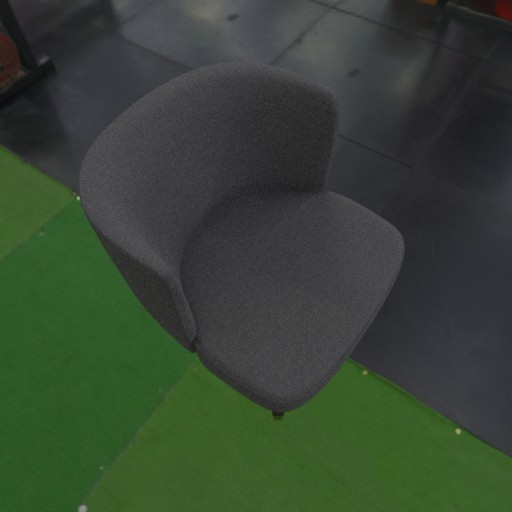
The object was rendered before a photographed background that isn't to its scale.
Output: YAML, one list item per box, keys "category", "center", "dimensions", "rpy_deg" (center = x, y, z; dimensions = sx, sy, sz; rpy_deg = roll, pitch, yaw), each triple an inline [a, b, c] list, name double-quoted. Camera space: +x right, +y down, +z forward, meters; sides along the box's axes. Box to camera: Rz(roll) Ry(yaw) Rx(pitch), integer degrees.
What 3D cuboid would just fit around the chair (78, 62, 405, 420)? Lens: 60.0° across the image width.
- category: "chair"
  center: [0.000, 0.000, 1.214]
  dimensions: [0.698, 0.695, 0.639]
  rpy_deg: [32, 63, 19]
